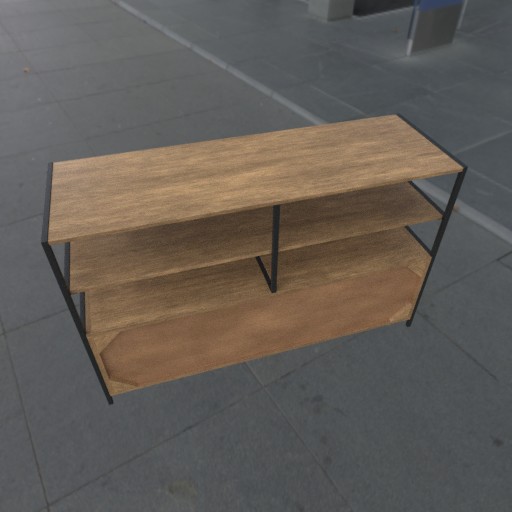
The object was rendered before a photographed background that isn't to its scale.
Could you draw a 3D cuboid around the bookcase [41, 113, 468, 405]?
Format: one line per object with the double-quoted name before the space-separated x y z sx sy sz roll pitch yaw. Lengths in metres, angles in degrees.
"bookcase" 0.000 0.000 1.513 1.149 0.712 0.391 -12 43 -13
